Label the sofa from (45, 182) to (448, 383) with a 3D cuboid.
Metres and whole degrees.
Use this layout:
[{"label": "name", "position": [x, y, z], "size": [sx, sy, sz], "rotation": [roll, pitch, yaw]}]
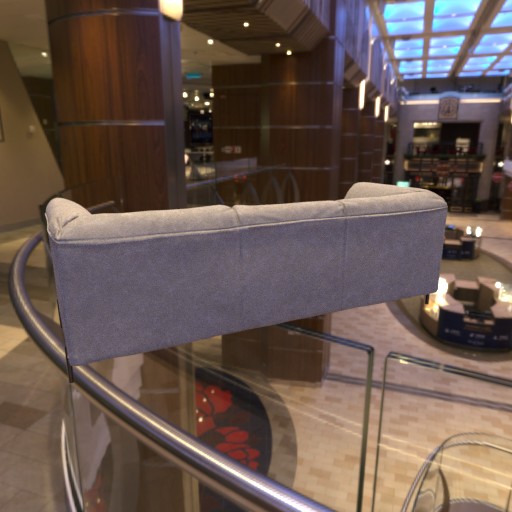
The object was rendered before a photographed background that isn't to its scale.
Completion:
[{"label": "sofa", "position": [0.000, 0.000, 2.669], "size": [2.238, 0.758, 0.899], "rotation": [-7, 16, -26]}]
